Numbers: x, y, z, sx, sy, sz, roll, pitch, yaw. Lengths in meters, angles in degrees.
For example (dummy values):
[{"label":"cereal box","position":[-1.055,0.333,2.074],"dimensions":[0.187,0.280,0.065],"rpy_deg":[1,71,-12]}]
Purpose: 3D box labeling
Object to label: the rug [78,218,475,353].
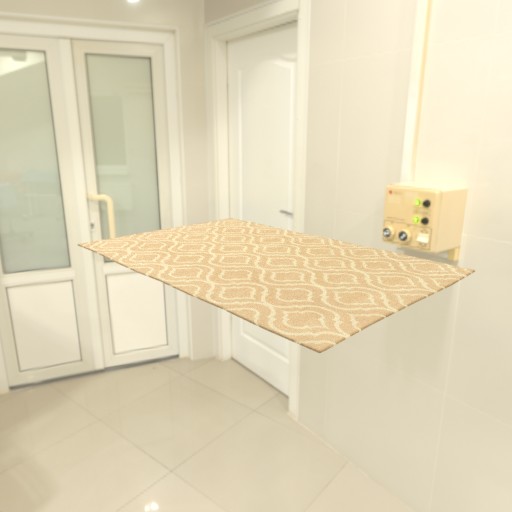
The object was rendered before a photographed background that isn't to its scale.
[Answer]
[{"label":"rug","position":[0.000,0.000,2.279],"dimensions":[1.152,0.013,1.761],"rpy_deg":[-15,21,-41]}]
